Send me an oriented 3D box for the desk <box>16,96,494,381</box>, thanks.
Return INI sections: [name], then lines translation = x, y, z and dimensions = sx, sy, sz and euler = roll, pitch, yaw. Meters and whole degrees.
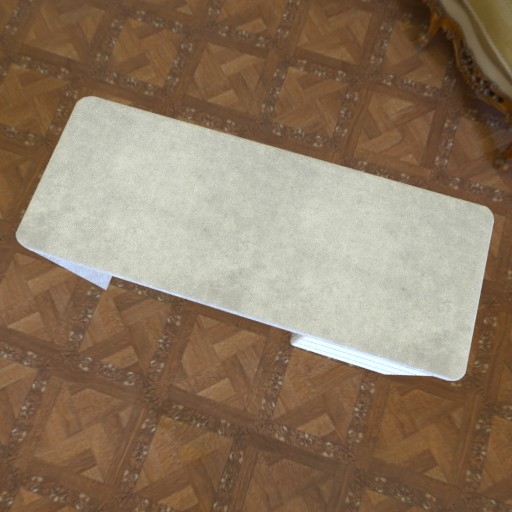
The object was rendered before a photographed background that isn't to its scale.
[desk]
translation = 0.000, 0.000, 1.733
dimensions = 1.400, 0.755, 0.550
euler = 17, 76, 4
